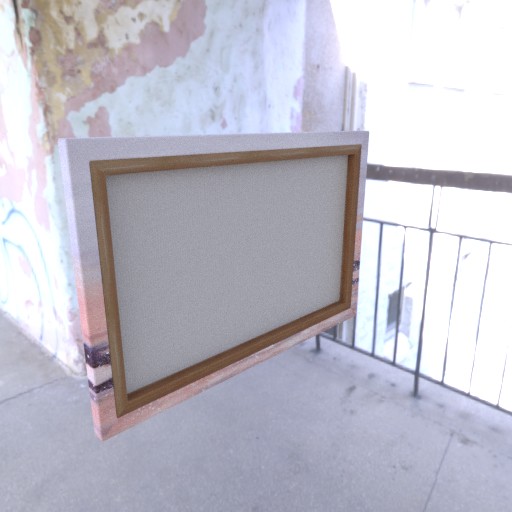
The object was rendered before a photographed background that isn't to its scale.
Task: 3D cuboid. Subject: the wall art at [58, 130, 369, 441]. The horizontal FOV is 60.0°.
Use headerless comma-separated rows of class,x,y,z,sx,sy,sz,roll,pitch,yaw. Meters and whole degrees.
wall art,0.000,0.000,1.143,0.913,0.609,0.038,-15,23,-41
